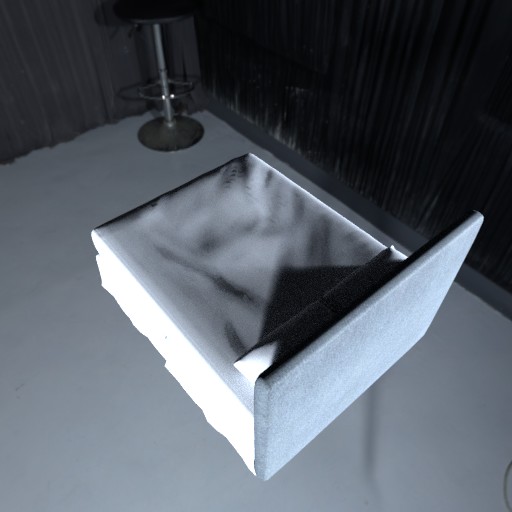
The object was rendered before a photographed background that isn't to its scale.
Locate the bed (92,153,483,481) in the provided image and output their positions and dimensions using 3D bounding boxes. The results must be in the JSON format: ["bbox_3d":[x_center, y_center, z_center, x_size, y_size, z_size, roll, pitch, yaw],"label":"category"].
[{"bbox_3d":[0.000,0.000,3.164,1.713,1.330,2.142,-32,55,-26],"label":"bed"}]
